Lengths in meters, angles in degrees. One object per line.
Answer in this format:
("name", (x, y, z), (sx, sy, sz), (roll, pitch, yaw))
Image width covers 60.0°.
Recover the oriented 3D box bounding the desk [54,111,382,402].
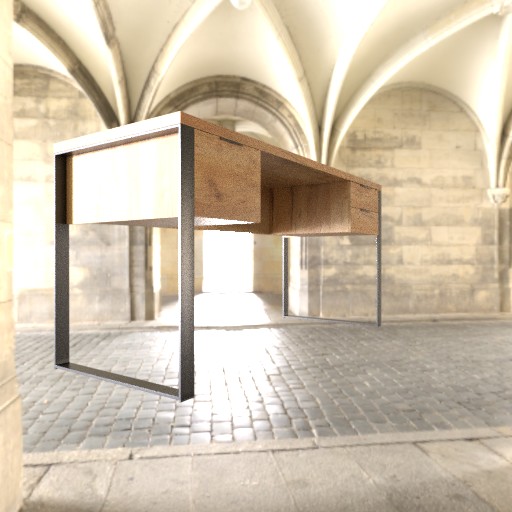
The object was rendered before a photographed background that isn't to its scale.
("desk", (0.000, 0.000, 1.946), (0.600, 0.760, 1.520), (0, 0, 35))
